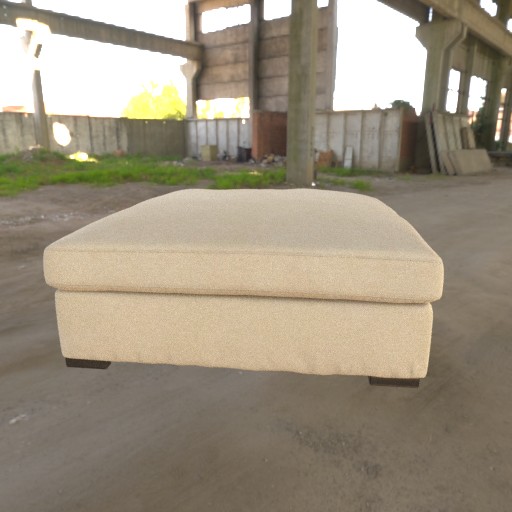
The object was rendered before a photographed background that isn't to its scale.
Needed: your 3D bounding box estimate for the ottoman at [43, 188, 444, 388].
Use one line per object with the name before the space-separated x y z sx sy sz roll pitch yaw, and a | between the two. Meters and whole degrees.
ottoman | 0.000 0.000 1.880 1.205 0.522 1.190 2 15 6
